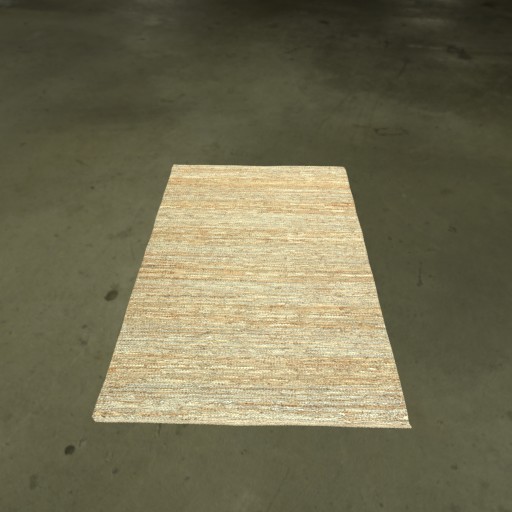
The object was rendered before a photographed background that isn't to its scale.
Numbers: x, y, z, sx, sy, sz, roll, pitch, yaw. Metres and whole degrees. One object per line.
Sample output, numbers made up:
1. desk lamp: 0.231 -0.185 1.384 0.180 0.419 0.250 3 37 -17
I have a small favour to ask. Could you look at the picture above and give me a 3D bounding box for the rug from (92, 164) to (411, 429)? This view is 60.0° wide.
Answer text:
1. rug: 0.000 0.000 3.020 1.529 0.009 2.446 1 41 1
